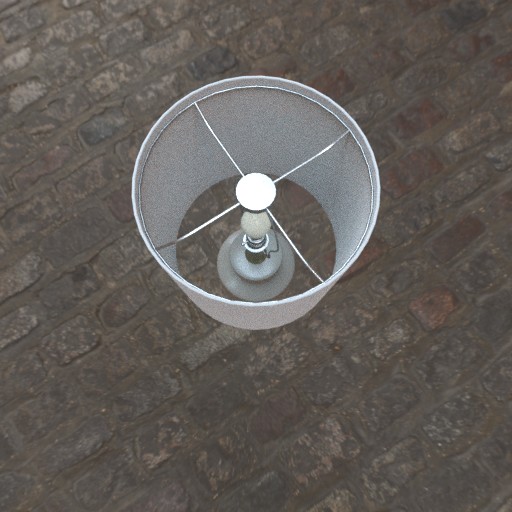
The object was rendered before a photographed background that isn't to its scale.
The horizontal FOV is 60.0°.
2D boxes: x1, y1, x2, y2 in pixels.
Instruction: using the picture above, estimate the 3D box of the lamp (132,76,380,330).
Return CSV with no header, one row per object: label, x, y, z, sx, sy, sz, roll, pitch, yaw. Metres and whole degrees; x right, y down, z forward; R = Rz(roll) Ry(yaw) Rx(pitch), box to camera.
lamp,0.000,0.000,0.616,0.212,0.493,0.212,-33,78,-8
